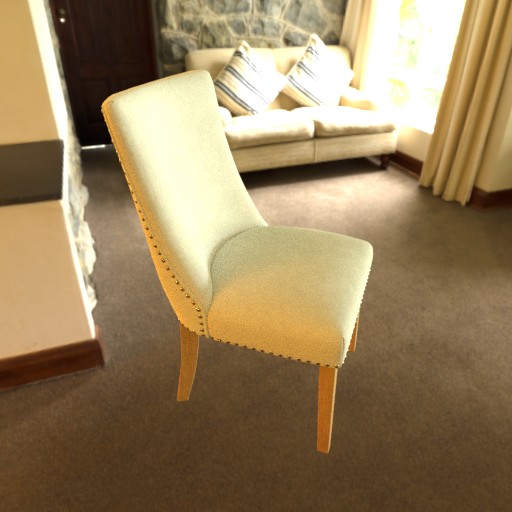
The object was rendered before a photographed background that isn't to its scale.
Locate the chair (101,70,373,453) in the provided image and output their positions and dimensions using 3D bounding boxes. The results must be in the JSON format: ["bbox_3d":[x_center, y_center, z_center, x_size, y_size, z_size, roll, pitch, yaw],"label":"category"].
[{"bbox_3d":[0.000,0.000,1.251,0.610,0.902,0.495,11,32,17],"label":"chair"}]
